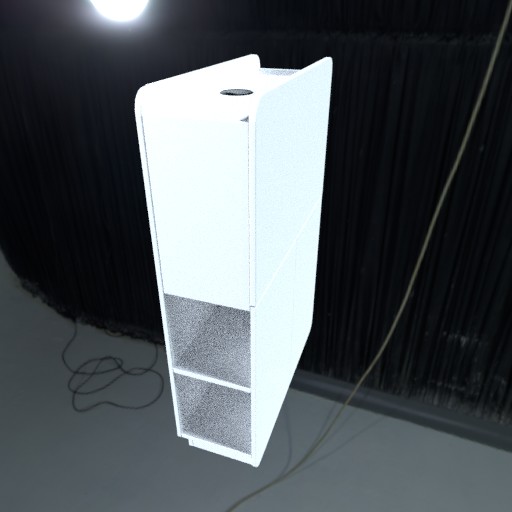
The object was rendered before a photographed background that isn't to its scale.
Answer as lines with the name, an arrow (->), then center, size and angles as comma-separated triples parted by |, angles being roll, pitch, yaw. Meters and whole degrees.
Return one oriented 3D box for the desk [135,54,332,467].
desk -> 0.000, 0.000, 1.514 | 0.278, 1.190, 0.795 | 10, 31, 17
